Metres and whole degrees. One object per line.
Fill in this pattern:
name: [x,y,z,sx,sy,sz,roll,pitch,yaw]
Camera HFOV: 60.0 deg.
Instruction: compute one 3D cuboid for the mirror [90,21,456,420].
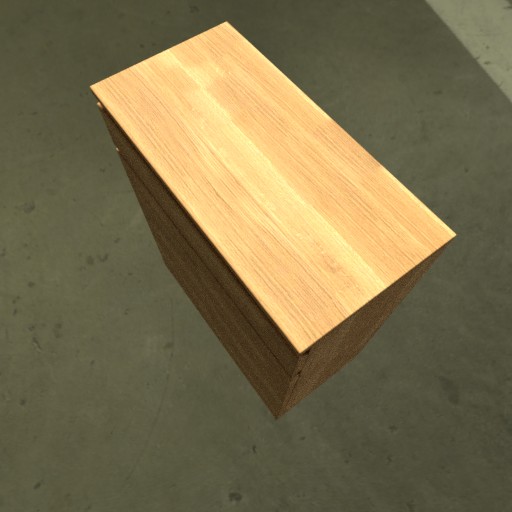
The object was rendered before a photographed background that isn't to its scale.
mirror: [0.000,0.000,1.415,0.400,1.000,0.800,-33,68,-15]
